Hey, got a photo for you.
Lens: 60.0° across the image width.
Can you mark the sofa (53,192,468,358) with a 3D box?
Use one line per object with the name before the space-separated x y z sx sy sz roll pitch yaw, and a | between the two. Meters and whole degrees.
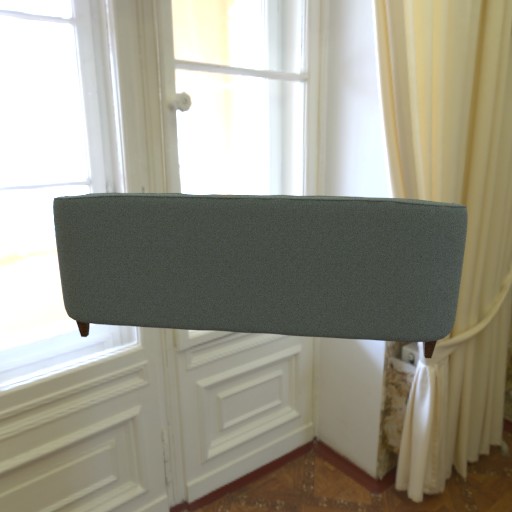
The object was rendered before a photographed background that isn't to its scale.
sofa | 0.000 0.000 2.713 2.278 0.855 0.941 2 16 7
